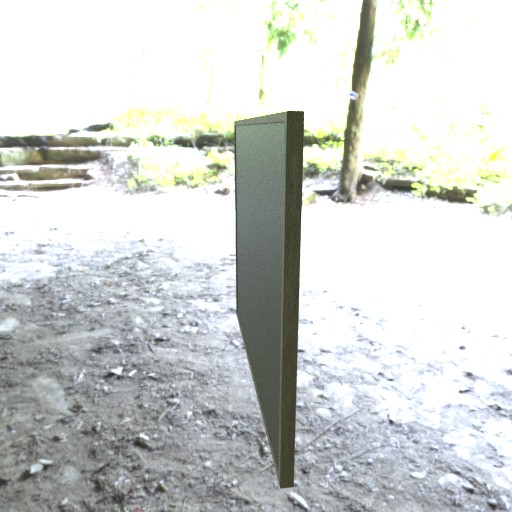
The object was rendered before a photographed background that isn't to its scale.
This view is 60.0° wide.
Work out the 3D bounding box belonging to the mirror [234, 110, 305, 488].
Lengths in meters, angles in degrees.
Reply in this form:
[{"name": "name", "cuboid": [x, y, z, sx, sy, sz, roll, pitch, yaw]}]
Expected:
[{"name": "mirror", "cuboid": [0.000, 0.000, 1.152, 0.028, 0.689, 0.839, -2, 16, -8]}]
